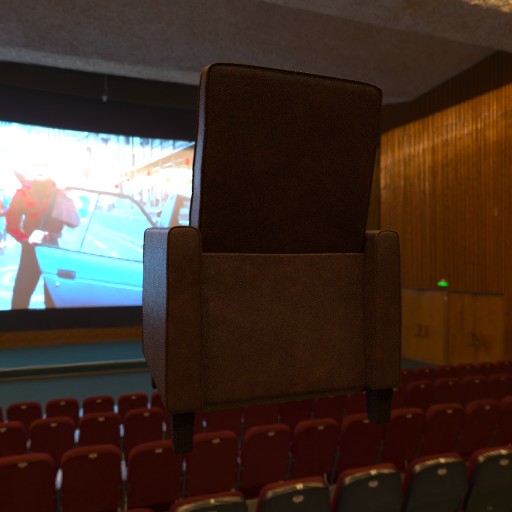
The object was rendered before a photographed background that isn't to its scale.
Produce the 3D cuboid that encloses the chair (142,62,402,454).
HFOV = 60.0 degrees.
[{"bbox_3d":[0.000,0.000,1.524,0.705,1.013,0.746,0,0,-19],"label":"chair"}]
